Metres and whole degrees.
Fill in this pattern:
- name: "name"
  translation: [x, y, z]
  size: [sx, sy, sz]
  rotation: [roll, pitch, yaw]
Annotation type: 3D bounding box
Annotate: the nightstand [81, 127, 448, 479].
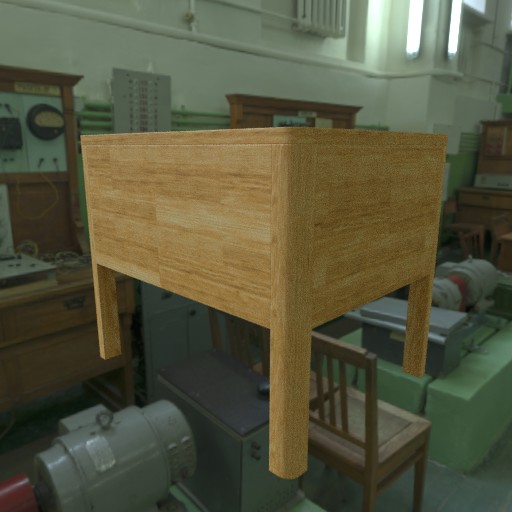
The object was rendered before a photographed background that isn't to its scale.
- name: "nightstand"
  translation: [0.000, 0.000, 0.893]
  size: [0.560, 0.470, 0.440]
  rotation: [13, 19, 43]
